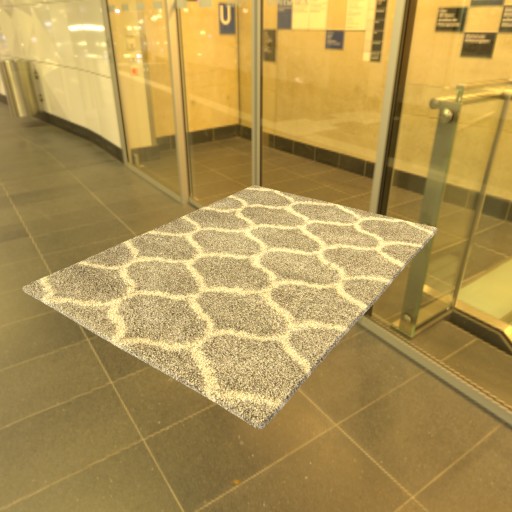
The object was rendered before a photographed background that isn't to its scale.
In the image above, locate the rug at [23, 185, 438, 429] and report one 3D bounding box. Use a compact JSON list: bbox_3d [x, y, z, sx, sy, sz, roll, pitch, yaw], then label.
[{"bbox_3d":[0.000,0.000,2.059,1.200,0.025,1.600,19,33,31],"label":"rug"}]
